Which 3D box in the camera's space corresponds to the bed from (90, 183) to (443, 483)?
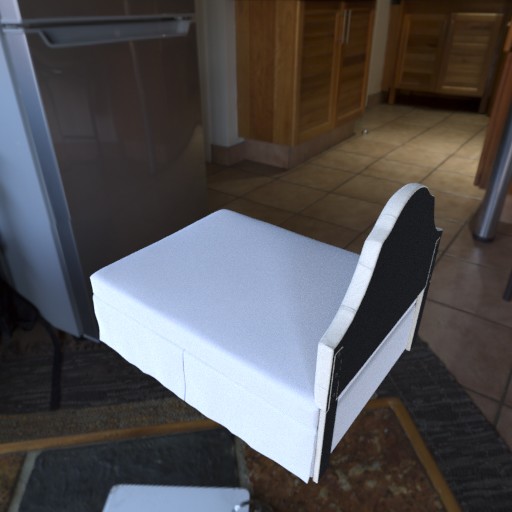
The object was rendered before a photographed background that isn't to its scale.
[{"bbox_3d":[0.000,0.000,3.218,2.092,1.575,1.627,22,37,32],"label":"bed"}]
